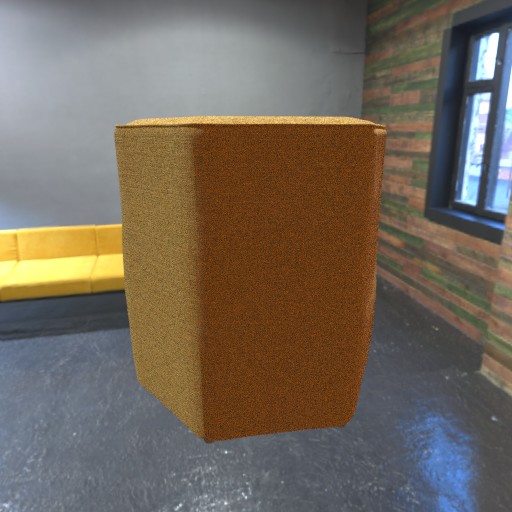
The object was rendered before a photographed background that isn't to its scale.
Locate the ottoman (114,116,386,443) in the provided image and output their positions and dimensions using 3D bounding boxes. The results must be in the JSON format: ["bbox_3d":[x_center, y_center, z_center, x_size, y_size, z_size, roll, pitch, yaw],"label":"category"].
[{"bbox_3d":[0.000,0.000,0.852,0.494,0.502,0.443,-3,16,-10],"label":"ottoman"}]
